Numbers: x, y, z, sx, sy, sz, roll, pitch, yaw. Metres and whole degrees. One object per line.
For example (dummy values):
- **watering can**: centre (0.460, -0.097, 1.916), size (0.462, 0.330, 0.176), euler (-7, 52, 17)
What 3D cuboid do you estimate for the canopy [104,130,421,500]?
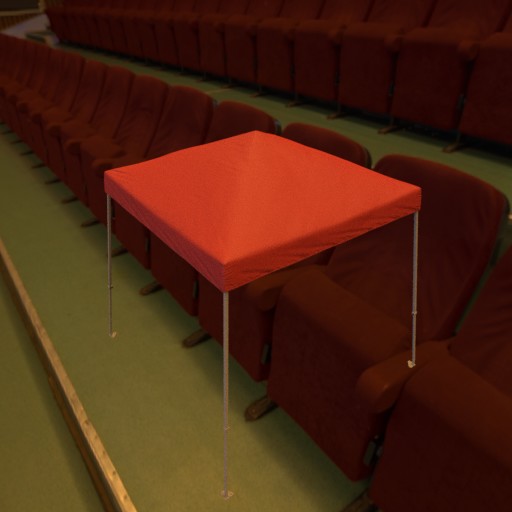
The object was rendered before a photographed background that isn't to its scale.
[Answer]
- **canopy**: centre (0.000, 0.000, 6.383), size (3.599, 3.600, 3.600), euler (-21, 37, -31)
